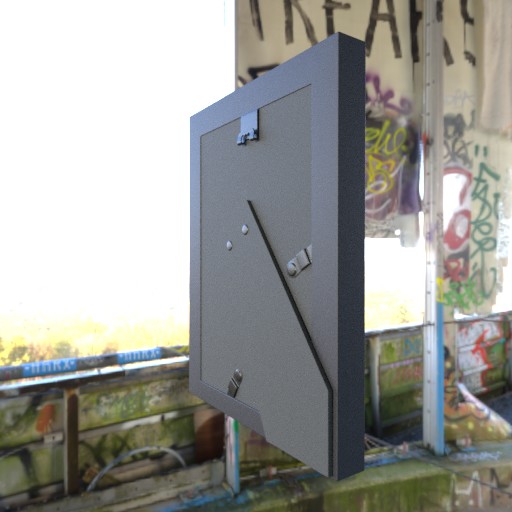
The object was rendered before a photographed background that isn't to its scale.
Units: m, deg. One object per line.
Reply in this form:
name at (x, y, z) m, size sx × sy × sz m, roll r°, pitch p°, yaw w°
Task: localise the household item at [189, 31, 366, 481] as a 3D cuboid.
household item at (0.000, 0.000, 0.233) m, size 0.022 × 0.178 × 0.133 m, roll 0°, pitch 1°, yaw -34°
